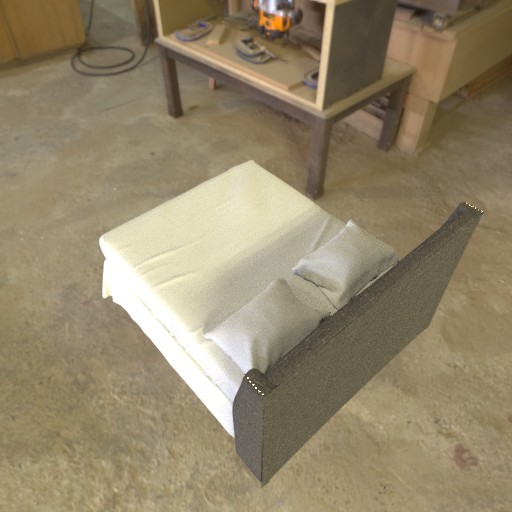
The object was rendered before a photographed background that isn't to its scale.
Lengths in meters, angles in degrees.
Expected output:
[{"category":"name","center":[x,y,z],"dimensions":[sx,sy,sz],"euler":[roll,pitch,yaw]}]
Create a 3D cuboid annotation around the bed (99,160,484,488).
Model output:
[{"category":"bed","center":[0.000,0.000,3.427],"dimensions":[1.925,1.332,2.276],"euler":[-33,55,-27]}]
